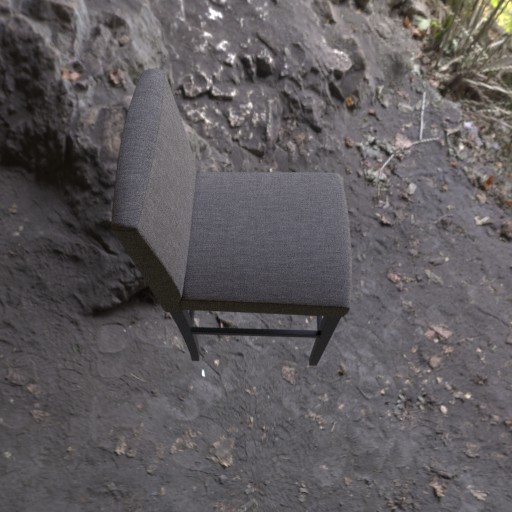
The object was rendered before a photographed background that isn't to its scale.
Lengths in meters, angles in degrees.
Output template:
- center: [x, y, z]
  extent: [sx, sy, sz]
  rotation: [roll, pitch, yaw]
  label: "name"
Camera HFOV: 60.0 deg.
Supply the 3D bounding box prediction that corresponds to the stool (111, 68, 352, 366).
- center: [0.000, 0.000, 1.416]
  extent: [0.552, 1.138, 0.451]
  rotation: [1, 63, 1]
  label: "stool"
